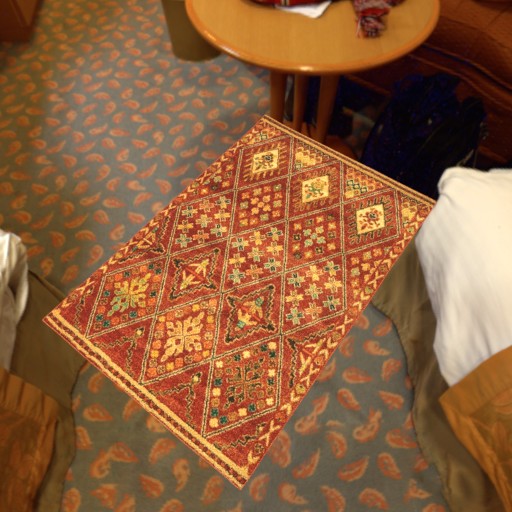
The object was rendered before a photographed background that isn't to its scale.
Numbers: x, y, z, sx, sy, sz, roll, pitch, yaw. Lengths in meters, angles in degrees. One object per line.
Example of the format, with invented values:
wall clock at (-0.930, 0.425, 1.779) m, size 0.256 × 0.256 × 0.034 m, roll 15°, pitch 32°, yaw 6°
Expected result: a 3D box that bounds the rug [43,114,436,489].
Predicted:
rug at (0.000, 0.000, 2.911) m, size 1.521 × 0.026 × 2.286 m, roll 32°, pitch 63°, yaw 19°
